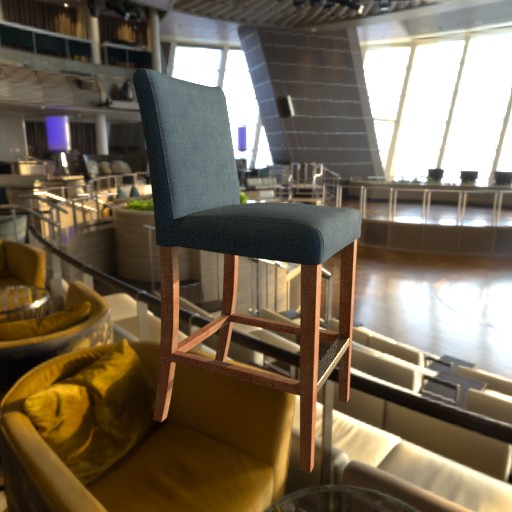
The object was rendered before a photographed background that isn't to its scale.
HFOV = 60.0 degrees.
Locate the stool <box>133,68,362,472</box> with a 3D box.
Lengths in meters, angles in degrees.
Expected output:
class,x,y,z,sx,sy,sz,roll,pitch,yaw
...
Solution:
class,x,y,z,sx,sy,sz,roll,pitch,yaw
stool,0.000,0.000,1.404,0.574,1.088,0.454,6,15,25
